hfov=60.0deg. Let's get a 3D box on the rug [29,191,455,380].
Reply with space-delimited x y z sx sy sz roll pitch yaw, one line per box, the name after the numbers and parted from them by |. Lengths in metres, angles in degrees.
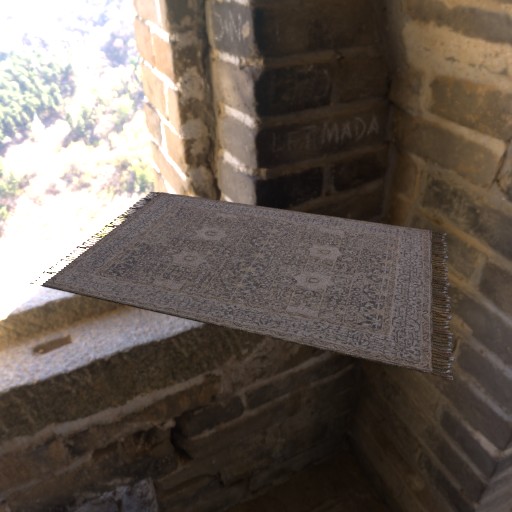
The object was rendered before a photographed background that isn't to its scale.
0.000 0.000 2.467 2.029 0.010 1.237 10 33 16 | rug
